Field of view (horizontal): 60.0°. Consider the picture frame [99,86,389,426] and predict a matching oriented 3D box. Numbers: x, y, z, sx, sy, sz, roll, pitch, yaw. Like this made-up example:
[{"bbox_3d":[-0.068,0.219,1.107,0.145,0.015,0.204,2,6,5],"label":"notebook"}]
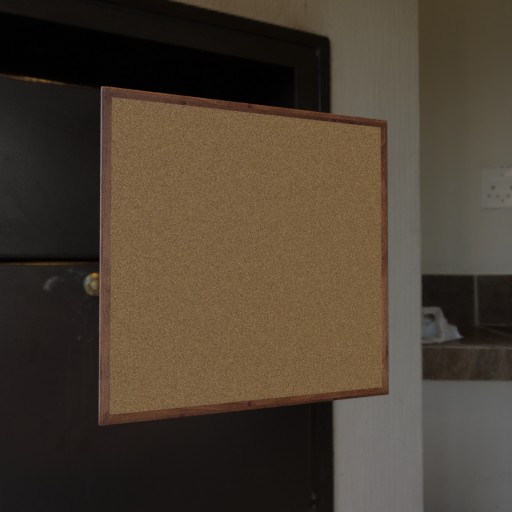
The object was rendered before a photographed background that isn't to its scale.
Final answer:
[{"bbox_3d":[0.000,0.000,0.531,0.352,0.356,0.028,0,-1,-18],"label":"picture frame"}]
